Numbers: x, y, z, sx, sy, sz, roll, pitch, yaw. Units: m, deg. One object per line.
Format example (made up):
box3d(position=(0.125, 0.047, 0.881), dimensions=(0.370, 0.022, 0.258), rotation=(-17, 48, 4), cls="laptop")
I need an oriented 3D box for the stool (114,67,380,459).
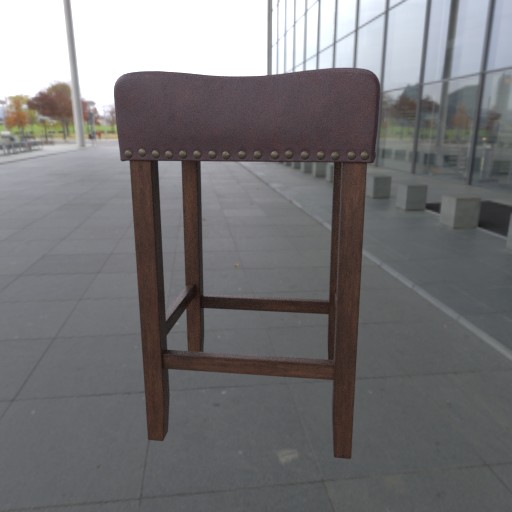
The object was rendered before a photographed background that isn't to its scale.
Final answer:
box3d(position=(0.000, 0.000, 1.036), dimensions=(0.465, 0.769, 0.401), rotation=(2, 16, 7), cls="stool")
